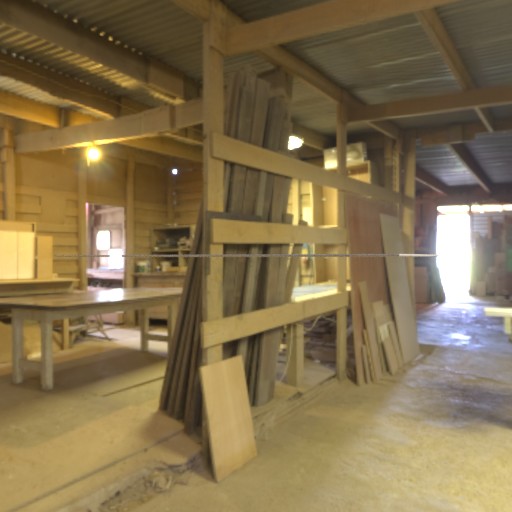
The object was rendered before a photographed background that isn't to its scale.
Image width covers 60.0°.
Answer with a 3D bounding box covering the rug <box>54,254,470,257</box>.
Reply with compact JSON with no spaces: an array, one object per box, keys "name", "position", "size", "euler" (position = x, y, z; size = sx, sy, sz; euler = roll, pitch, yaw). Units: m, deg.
[{"name":"rug","position":[0.000,0.000,3.046],"size":[2.438,0.011,1.524],"euler":[0,0,35]}]
